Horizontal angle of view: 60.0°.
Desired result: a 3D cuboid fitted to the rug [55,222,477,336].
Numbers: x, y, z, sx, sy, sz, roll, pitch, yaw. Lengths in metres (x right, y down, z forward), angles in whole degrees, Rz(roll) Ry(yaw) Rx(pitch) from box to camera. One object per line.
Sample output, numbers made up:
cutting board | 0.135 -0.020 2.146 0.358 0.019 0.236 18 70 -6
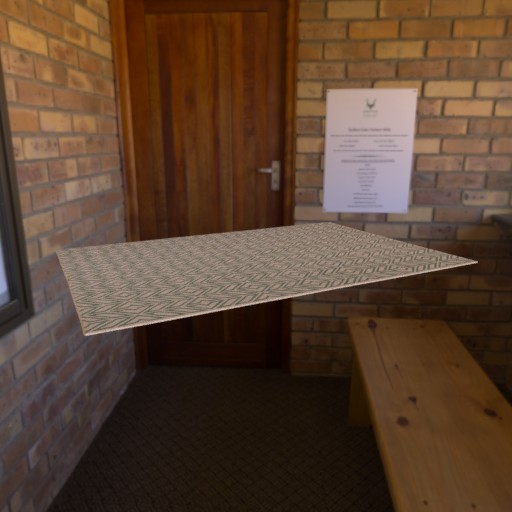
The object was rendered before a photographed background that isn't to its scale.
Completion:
rug | 0.000 0.000 2.297 1.828 0.007 1.220 -8 17 -27
